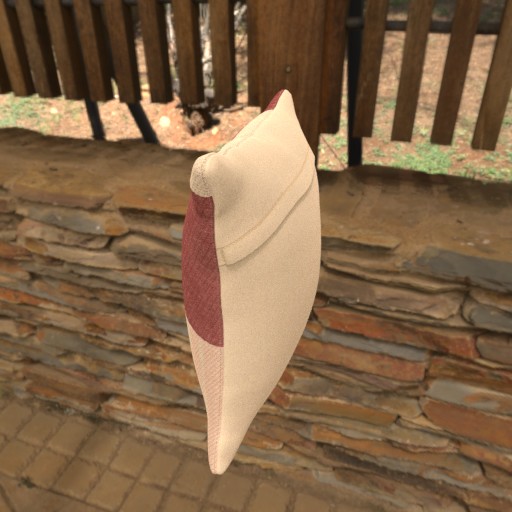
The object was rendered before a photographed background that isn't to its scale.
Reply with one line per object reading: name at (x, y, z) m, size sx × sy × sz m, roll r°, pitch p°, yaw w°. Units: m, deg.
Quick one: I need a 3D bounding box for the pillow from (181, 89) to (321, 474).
pillow at (0.000, 0.000, 0.797) m, size 0.229 × 0.506 × 0.536 m, roll 7°, pitch 31°, yaw 11°
